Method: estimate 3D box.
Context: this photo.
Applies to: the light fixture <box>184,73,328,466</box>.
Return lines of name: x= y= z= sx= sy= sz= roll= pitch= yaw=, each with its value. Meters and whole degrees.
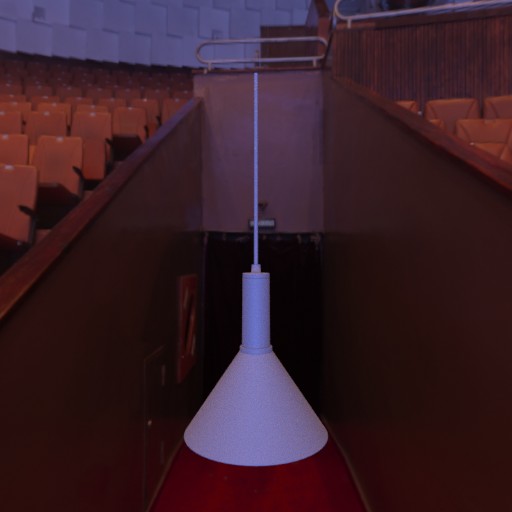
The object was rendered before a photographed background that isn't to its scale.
light fixture: x=0.000 y=0.000 z=0.831 sx=0.267 sy=0.683 sz=0.267 roll=0 pitch=0 yaw=0
